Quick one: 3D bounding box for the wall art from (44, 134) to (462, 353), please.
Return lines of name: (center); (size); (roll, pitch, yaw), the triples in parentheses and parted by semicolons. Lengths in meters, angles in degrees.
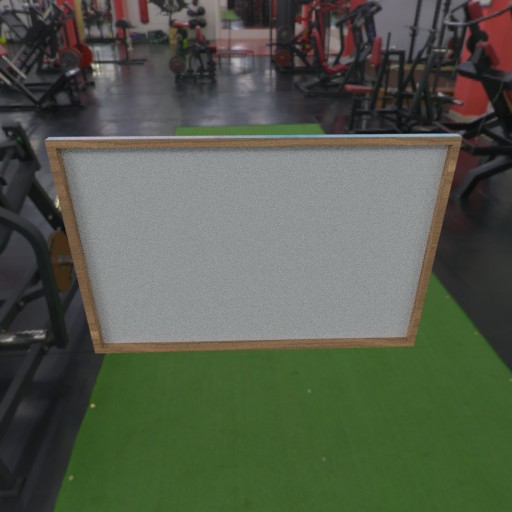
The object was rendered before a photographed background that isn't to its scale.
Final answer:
wall art: (0.000, 0.000, 1.407); (1.137, 0.756, 0.034); (-1, 30, -2)
